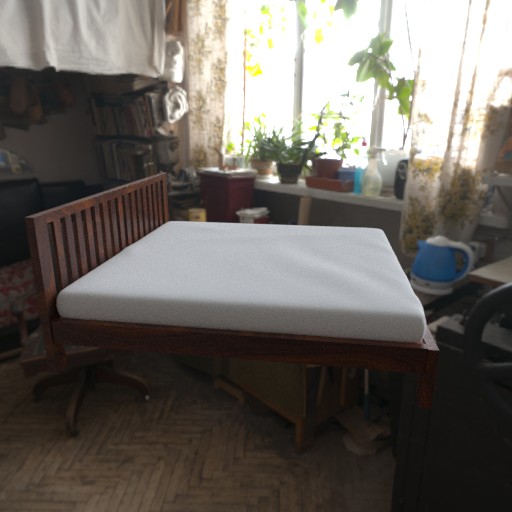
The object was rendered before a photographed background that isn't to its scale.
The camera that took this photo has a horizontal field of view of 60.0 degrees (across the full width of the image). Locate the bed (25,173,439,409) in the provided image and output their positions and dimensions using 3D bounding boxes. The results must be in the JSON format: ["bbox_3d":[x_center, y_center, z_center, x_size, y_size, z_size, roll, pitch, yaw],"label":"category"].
[{"bbox_3d":[0.000,0.000,3.083,2.030,0.890,1.905,3,17,8],"label":"bed"}]
